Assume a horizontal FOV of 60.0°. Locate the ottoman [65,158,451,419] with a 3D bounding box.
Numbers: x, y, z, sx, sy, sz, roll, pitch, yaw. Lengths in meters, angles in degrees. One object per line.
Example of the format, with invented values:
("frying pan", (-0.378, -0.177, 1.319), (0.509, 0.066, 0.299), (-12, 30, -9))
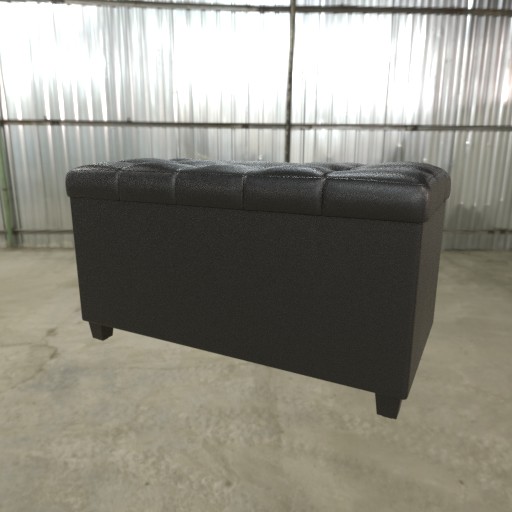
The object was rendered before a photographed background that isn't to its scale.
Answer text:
("ottoman", (0.000, 0.000, 1.109), (0.838, 0.470, 0.432), (7, 16, 27))
